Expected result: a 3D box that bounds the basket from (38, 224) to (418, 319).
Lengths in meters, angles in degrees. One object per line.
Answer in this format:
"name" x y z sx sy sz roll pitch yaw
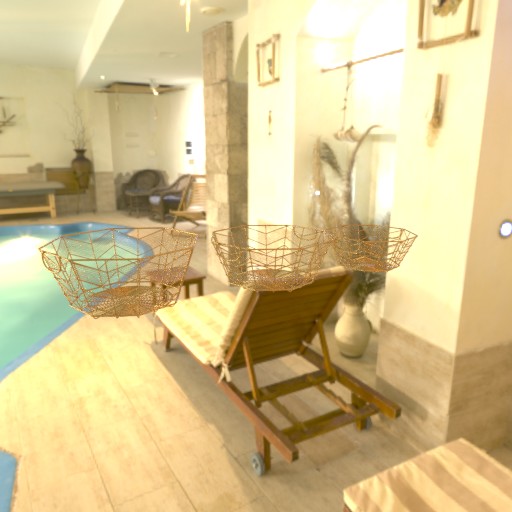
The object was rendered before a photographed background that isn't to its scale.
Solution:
"basket" 0.000 0.000 1.421 1.245 0.178 0.432 -7 16 -25
